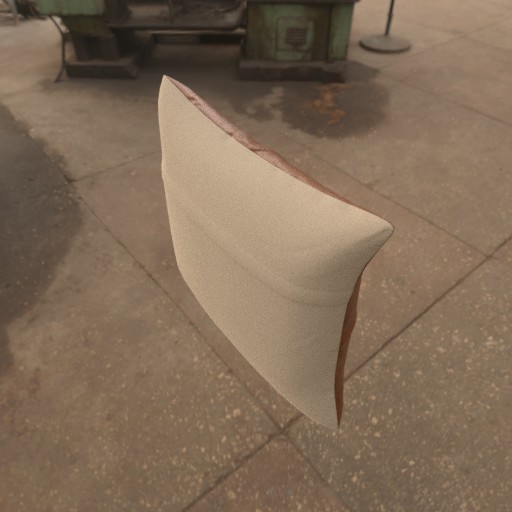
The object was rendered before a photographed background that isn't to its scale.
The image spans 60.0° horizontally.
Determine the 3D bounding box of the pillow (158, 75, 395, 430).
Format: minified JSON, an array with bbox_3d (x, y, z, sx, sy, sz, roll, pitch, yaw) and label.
[{"bbox_3d":[0.000,0.000,0.772,0.192,0.477,0.501,-27,50,-26],"label":"pillow"}]
